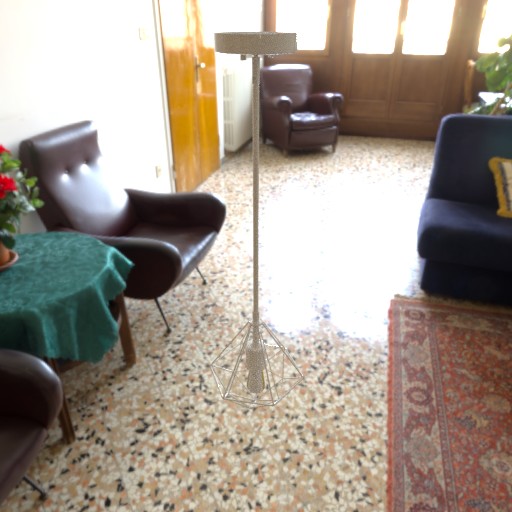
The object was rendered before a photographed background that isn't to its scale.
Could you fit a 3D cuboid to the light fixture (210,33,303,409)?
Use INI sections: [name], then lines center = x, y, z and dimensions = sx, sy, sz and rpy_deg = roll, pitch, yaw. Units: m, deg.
[light fixture]
center = 0.000, 0.000, 1.961
dimensions = 0.431, 1.764, 0.487
rpy_deg = -10, 30, -17
